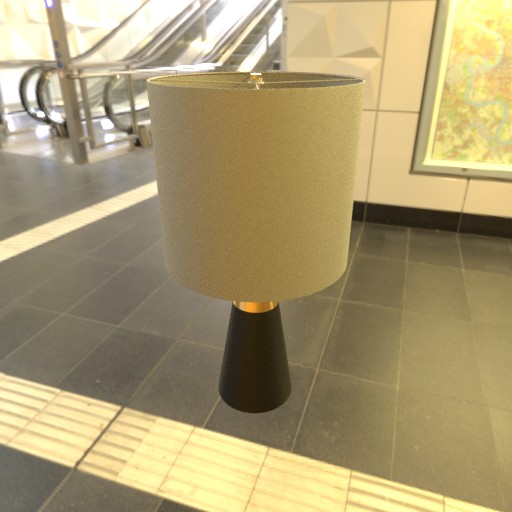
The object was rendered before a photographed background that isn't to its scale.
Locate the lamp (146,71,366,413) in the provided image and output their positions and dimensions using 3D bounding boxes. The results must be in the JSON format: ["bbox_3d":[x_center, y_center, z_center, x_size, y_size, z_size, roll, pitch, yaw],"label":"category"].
[{"bbox_3d":[0.000,0.000,0.762,0.308,0.580,0.308,0,26,-1],"label":"lamp"}]
